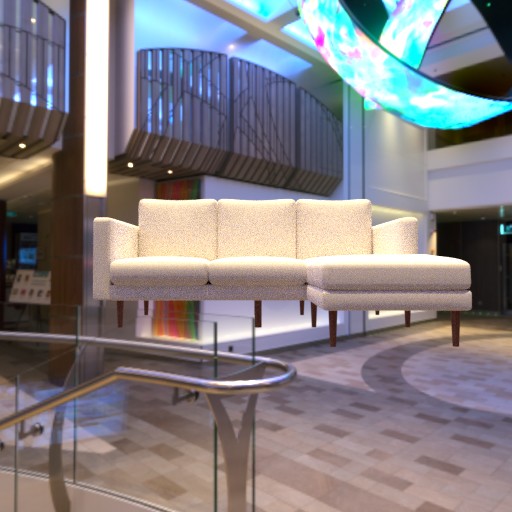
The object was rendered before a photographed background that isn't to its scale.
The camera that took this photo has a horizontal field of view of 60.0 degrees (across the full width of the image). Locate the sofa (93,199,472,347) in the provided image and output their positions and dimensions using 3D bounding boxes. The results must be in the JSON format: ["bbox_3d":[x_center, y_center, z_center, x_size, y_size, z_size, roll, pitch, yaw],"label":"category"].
[{"bbox_3d":[0.000,0.000,2.856,2.029,0.899,1.580,0,-1,0],"label":"sofa"}]
